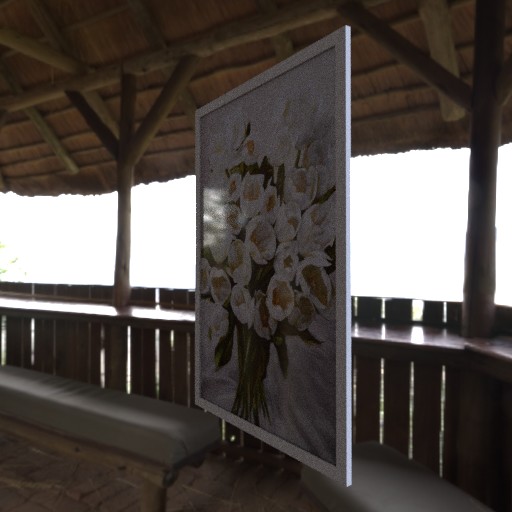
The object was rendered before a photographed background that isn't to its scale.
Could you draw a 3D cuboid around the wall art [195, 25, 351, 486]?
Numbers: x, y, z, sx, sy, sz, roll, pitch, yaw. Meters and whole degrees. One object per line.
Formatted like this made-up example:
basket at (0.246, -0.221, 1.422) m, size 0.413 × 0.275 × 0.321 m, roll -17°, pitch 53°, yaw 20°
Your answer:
wall art at (0.000, 0.000, 1.198) m, size 0.015 × 0.965 × 0.660 m, roll 0°, pitch -1°, yaw -36°
